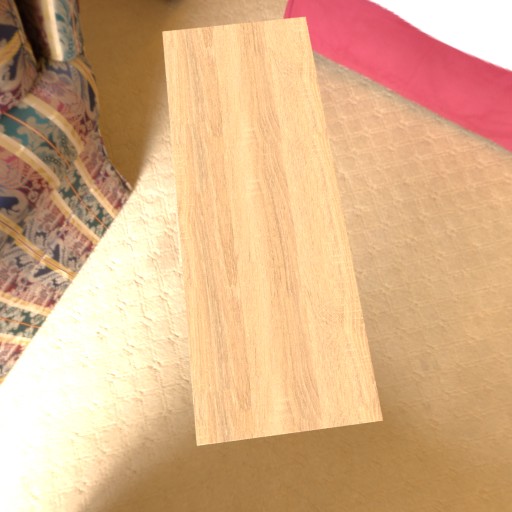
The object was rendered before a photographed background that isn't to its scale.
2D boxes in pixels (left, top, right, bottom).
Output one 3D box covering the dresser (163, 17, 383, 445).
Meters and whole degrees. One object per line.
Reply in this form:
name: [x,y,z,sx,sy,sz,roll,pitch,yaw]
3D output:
dresser: [0.000,0.000,1.430,0.380,0.900,0.980,-7,74,-2]
